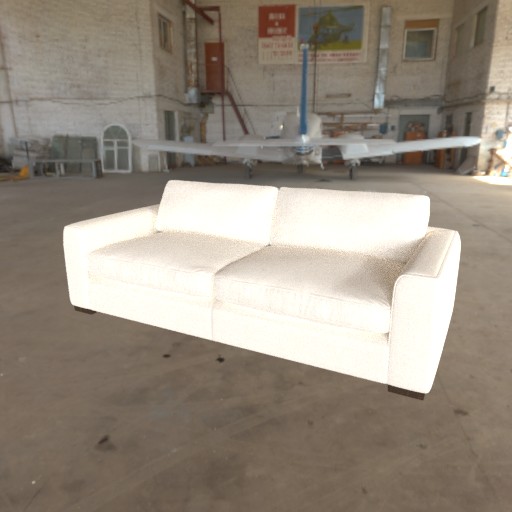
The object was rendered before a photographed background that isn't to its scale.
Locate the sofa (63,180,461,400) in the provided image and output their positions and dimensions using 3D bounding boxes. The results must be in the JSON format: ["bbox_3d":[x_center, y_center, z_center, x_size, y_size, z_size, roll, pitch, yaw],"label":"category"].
[{"bbox_3d":[0.000,0.000,2.763,2.262,0.801,1.070,8,18,27],"label":"sofa"}]
